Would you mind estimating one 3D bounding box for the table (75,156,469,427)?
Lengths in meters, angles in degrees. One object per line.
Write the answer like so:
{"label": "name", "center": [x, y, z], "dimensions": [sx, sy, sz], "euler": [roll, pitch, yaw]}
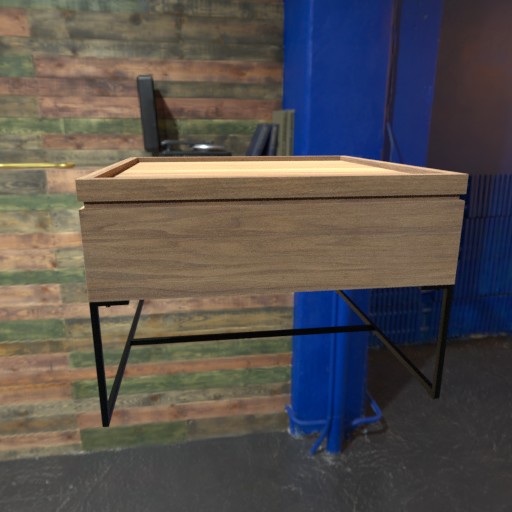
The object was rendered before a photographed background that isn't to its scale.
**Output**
{"label": "table", "center": [0.000, 0.000, 1.134], "dimensions": [0.679, 0.464, 0.676], "euler": [-2, 16, -8]}
